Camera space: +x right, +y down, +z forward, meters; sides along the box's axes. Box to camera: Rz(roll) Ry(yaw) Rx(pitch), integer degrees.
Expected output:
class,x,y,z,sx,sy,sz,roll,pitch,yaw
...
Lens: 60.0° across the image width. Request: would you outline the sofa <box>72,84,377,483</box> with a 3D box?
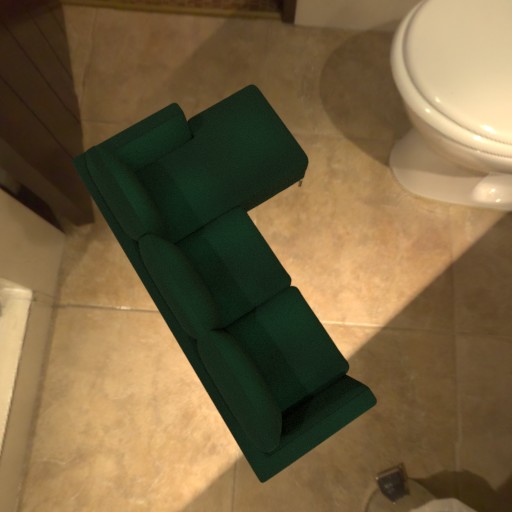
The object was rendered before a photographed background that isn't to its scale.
class,x,y,z,sx,sy,sz,roll,pitch,yaw
sofa,0.000,0.000,3.138,1.489,1.007,2.441,-32,79,-7
